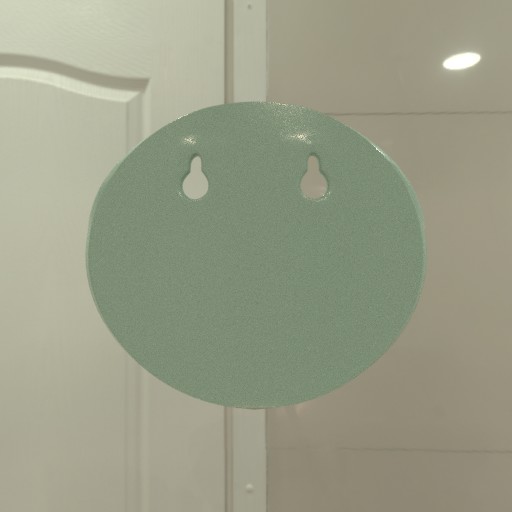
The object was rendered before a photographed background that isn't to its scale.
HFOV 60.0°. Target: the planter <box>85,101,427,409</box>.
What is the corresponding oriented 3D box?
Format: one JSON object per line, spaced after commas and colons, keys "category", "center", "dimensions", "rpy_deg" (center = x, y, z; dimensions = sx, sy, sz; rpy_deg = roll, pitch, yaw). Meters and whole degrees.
{"category": "planter", "center": [0.000, 0.000, 0.270], "dimensions": [0.189, 0.164, 0.073], "rpy_deg": [0, -1, 1]}
